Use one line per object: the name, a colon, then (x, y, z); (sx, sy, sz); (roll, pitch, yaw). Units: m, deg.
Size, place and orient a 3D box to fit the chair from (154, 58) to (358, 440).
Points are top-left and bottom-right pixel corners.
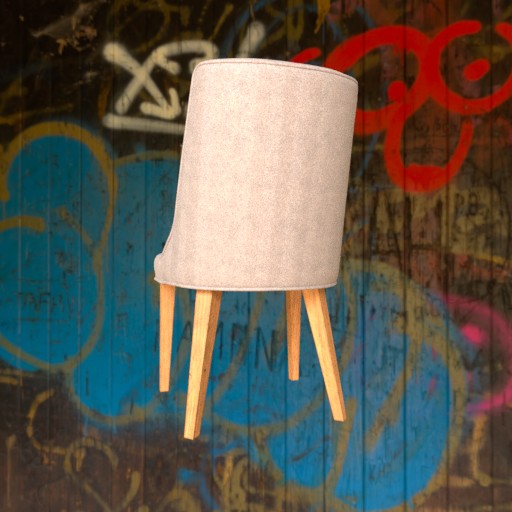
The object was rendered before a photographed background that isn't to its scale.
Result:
chair: (0.000, 0.000, 1.305); (0.548, 0.916, 0.636); (0, 0, -17)
